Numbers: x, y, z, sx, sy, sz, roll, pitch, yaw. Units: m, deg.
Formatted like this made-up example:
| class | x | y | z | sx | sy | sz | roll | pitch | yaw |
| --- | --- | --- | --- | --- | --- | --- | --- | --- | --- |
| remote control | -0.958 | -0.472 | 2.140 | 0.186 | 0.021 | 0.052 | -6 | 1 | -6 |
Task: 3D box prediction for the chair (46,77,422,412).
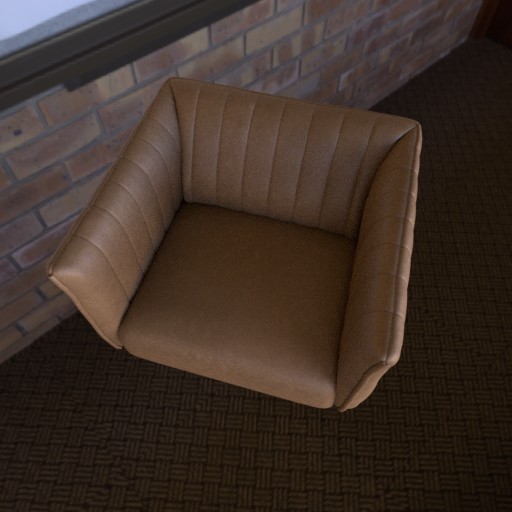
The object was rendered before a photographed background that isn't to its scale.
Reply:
| class | x | y | z | sx | sy | sz | roll | pitch | yaw |
| --- | --- | --- | --- | --- | --- | --- | --- | --- | --- |
| chair | 0.000 | 0.000 | 1.613 | 0.981 | 0.779 | 0.876 | 13 | 58 | 8 |
